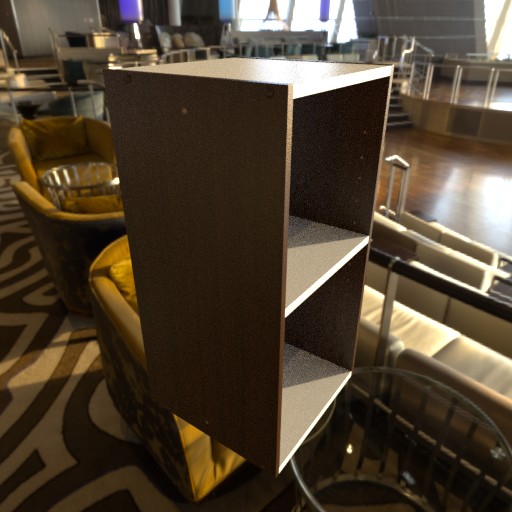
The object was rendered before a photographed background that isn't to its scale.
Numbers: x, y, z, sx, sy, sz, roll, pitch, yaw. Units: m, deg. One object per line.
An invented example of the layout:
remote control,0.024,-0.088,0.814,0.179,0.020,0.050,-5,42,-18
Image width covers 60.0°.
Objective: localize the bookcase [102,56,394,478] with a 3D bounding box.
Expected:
bookcase,0.000,0.000,0.761,0.290,0.600,0.300,18,33,31
